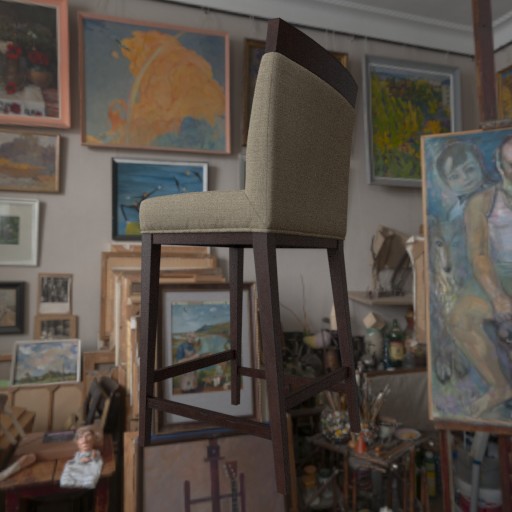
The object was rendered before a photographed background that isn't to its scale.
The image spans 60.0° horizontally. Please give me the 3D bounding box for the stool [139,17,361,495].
[{"bbox_3d":[0.000,0.000,1.235,0.480,1.011,0.463,0,-1,34],"label":"stool"}]
